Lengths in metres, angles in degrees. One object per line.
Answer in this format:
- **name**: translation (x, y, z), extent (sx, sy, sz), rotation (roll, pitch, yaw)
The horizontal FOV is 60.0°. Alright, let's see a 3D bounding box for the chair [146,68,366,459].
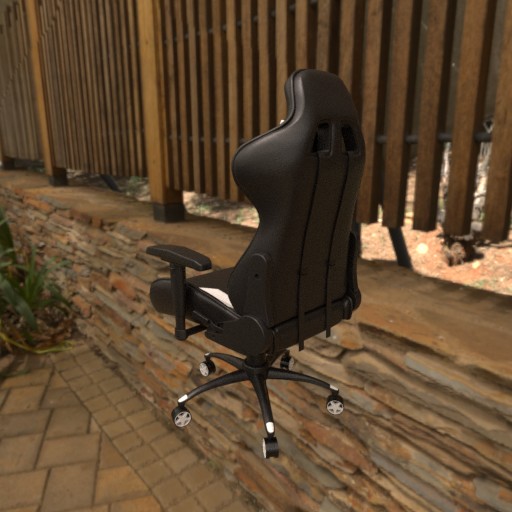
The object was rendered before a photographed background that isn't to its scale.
- **chair**: translation (0.000, 0.000, 1.707), extent (0.730, 1.285, 0.695), rotation (-14, 20, -42)
